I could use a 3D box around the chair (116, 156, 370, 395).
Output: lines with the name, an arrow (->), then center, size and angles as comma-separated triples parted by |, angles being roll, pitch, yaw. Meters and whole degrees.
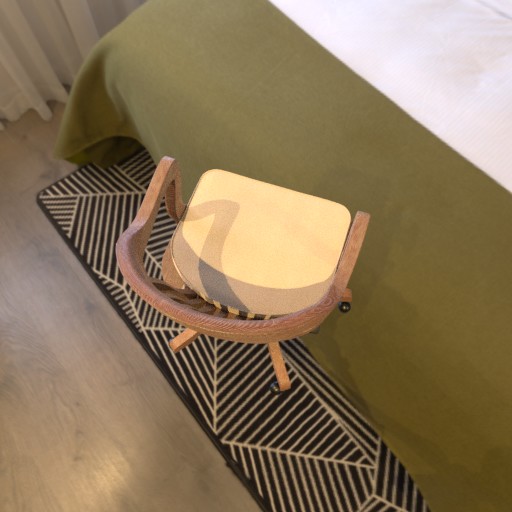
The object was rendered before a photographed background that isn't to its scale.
chair -> 0.000, 0.000, 1.448 | 0.750, 0.878, 0.788 | 17, 65, 8
